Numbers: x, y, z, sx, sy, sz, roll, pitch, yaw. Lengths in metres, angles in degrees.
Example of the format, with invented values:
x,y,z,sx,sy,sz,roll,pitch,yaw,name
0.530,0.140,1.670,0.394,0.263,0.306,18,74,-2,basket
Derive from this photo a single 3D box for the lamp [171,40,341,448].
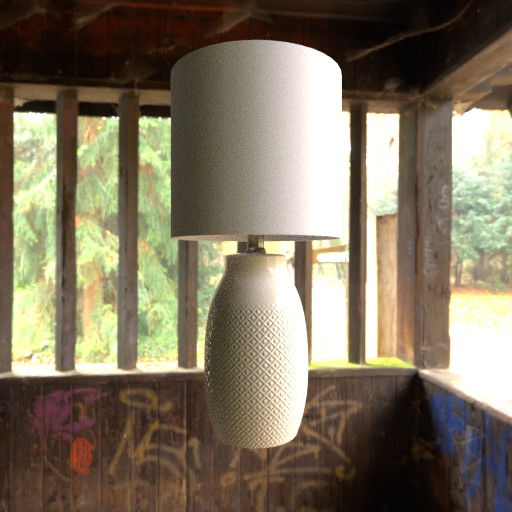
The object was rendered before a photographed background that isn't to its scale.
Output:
x,y,z,sx,sy,sz,roll,pitch,yaw,name
0.000,0.000,0.572,0.217,0.453,0.217,0,0,-35,lamp
